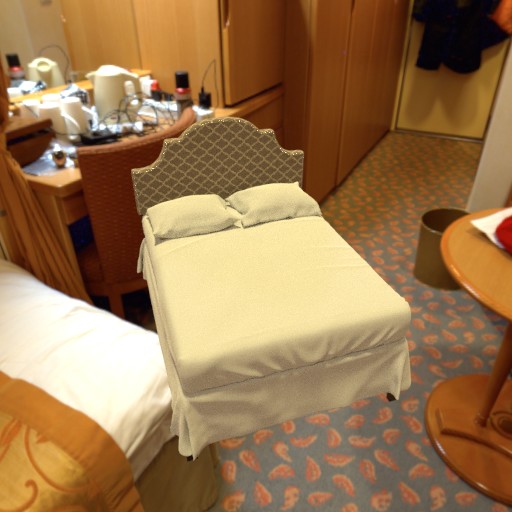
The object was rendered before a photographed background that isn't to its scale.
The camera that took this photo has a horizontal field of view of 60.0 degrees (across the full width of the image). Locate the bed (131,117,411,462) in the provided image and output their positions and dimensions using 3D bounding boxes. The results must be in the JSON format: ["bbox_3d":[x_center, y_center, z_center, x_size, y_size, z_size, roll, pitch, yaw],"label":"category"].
[{"bbox_3d":[0.000,0.000,3.434,1.780,1.633,2.222,-10,34,-15],"label":"bed"}]
